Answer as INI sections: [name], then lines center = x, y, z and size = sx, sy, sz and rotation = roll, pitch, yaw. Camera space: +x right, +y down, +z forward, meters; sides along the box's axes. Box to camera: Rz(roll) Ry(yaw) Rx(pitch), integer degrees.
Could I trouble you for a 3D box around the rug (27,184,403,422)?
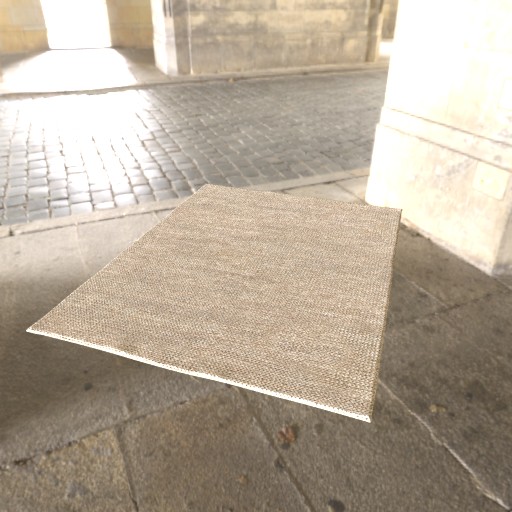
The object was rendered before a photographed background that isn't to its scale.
[rug]
center = 0.000, 0.000, 4.072
size = 2.429, 0.030, 3.052
rotation = 10, 32, 16
